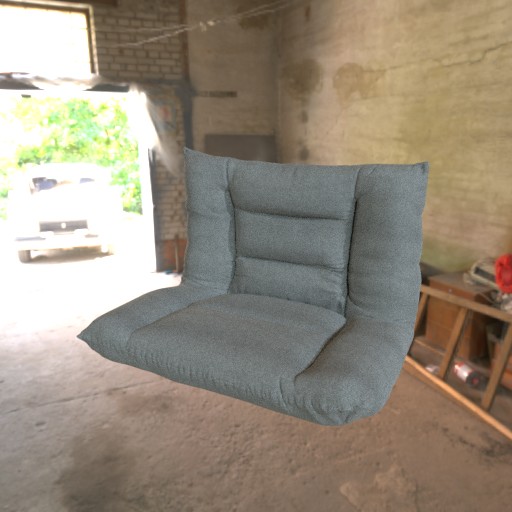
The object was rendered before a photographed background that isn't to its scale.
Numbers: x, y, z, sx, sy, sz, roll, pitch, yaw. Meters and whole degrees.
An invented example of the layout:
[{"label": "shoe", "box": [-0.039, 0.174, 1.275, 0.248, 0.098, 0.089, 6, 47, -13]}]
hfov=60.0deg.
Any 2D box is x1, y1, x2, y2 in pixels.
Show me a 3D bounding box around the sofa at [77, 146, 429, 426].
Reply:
[{"label": "sofa", "box": [0.000, 0.000, 1.704, 1.144, 0.795, 0.847, 8, 17, 27]}]
